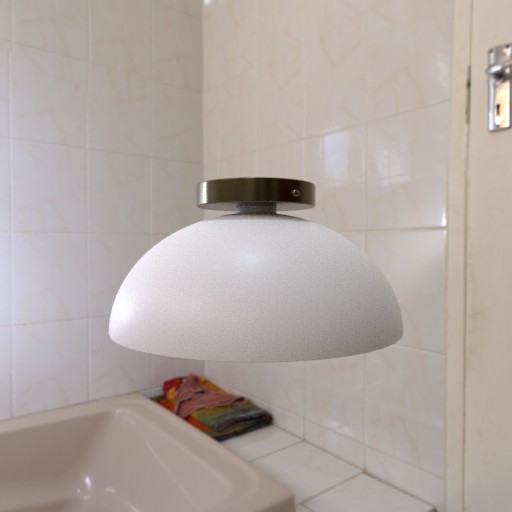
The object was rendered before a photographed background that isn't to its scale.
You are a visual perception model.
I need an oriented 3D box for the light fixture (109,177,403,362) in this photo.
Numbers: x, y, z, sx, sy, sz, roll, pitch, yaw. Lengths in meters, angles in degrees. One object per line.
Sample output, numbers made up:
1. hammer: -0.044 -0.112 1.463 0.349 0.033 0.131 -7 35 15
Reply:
1. light fixture: 0.000 0.000 0.560 0.355 0.177 0.355 0 1 0
